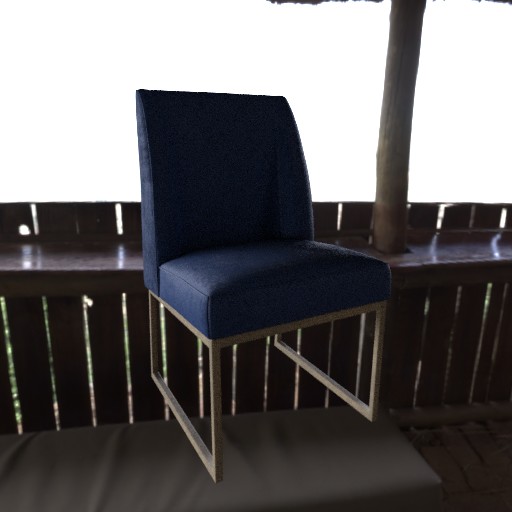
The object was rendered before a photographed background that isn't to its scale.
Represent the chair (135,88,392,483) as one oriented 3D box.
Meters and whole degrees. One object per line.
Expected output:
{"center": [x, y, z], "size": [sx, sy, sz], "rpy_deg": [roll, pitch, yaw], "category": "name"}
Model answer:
{"center": [0.000, 0.000, 1.186], "size": [0.508, 0.863, 0.522], "rpy_deg": [-8, 17, -27], "category": "chair"}
